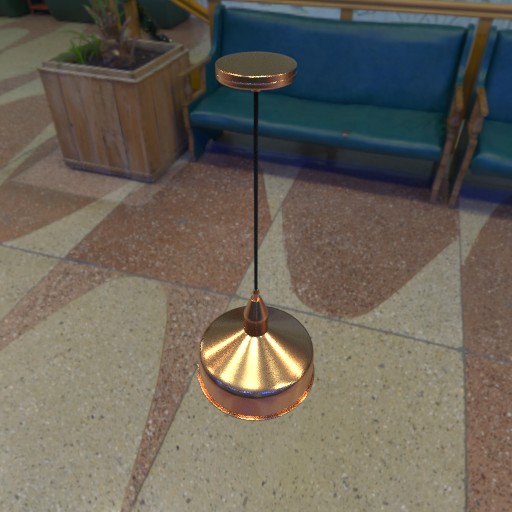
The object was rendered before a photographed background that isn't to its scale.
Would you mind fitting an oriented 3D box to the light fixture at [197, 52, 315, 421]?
[{"bbox_3d":[0.000,0.000,0.907,0.301,0.754,0.301,13,42,15],"label":"light fixture"}]
